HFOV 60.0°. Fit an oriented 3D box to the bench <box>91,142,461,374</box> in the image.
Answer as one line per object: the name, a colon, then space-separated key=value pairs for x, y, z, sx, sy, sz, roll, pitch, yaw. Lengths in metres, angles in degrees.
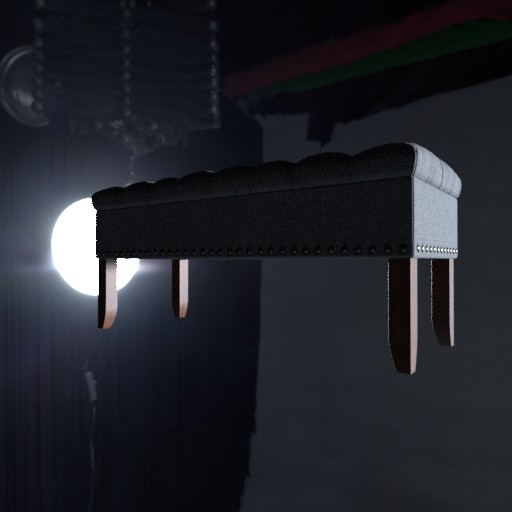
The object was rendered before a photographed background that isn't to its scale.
bench: x=0.000 y=0.000 z=1.312 sx=1.052 sy=0.470 sz=0.417 roll=0 pitch=-1 yaw=36
